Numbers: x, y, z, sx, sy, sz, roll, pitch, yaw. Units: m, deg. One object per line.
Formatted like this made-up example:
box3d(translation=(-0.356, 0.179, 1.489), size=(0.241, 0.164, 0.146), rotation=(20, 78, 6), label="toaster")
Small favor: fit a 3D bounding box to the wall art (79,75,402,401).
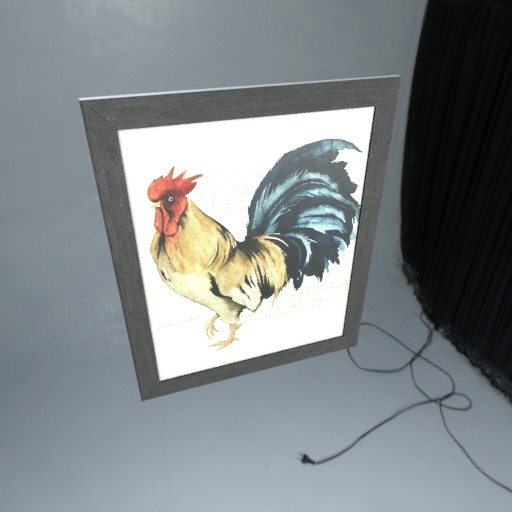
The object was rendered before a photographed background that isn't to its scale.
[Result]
box3d(translation=(0.000, 0.000, 0.781), size=(0.476, 0.570, 0.013), rotation=(-10, 34, -16), label="wall art")
